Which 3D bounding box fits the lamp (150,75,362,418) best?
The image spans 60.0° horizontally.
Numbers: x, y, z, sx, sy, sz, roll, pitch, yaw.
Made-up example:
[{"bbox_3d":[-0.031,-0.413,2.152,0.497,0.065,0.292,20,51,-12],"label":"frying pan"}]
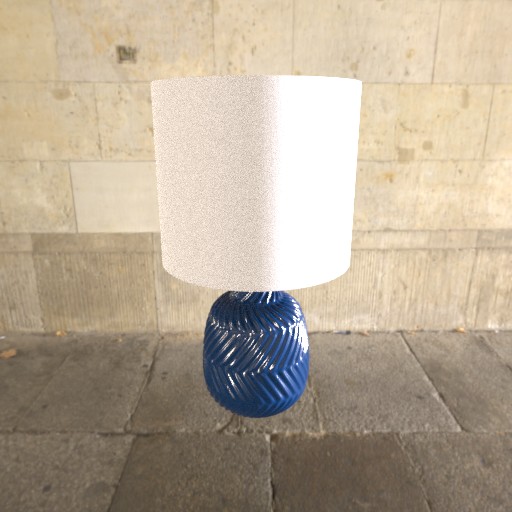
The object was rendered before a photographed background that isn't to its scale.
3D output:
[{"bbox_3d":[0.000,0.000,0.491,0.203,0.368,0.203,-17,24,-42],"label":"lamp"}]
